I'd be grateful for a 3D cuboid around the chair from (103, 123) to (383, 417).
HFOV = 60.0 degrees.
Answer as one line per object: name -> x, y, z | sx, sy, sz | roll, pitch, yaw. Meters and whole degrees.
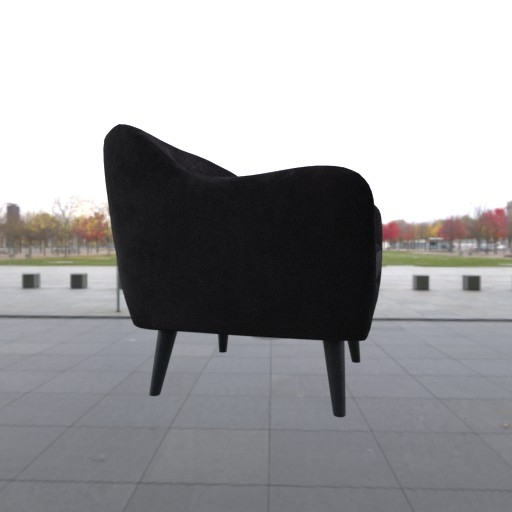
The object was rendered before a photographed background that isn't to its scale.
chair -> 0.000, 0.000, 1.493 | 0.819, 0.807, 0.840 | 0, 1, 17
